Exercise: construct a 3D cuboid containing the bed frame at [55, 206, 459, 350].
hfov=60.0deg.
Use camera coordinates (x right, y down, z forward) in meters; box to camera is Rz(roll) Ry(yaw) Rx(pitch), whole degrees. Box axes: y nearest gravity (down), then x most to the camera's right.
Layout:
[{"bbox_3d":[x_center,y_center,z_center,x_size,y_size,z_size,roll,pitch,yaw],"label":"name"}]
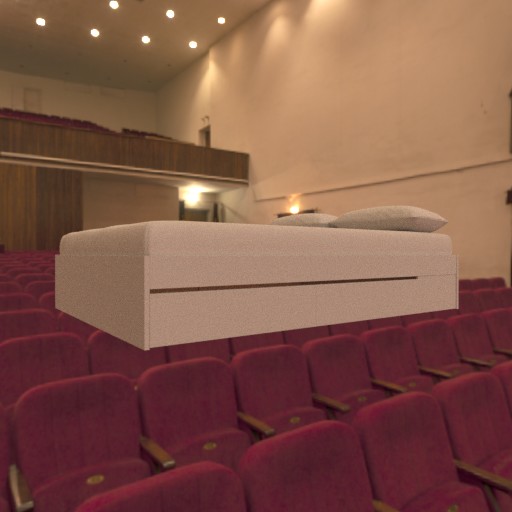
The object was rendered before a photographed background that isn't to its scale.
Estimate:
[{"bbox_3d":[0.000,0.000,2.653,1.950,0.629,1.450,0,0,-35],"label":"bed frame"}]
